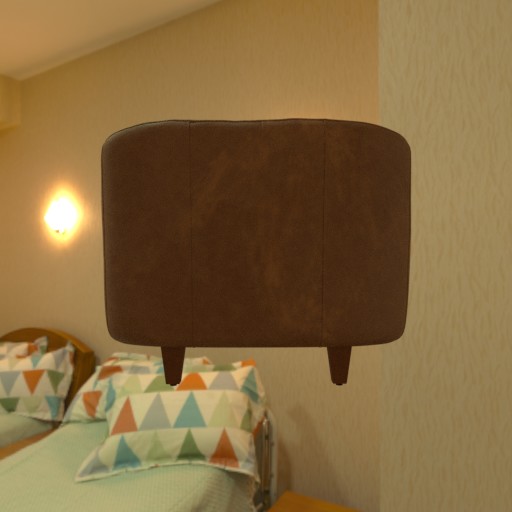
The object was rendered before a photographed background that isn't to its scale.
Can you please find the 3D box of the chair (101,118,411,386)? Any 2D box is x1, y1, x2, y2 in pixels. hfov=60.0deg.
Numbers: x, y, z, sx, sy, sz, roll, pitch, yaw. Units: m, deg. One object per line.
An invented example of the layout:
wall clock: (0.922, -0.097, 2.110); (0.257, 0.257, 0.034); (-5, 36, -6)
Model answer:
chair: (0.000, 0.000, 1.779); (1.119, 0.836, 0.911); (0, -1, -1)
